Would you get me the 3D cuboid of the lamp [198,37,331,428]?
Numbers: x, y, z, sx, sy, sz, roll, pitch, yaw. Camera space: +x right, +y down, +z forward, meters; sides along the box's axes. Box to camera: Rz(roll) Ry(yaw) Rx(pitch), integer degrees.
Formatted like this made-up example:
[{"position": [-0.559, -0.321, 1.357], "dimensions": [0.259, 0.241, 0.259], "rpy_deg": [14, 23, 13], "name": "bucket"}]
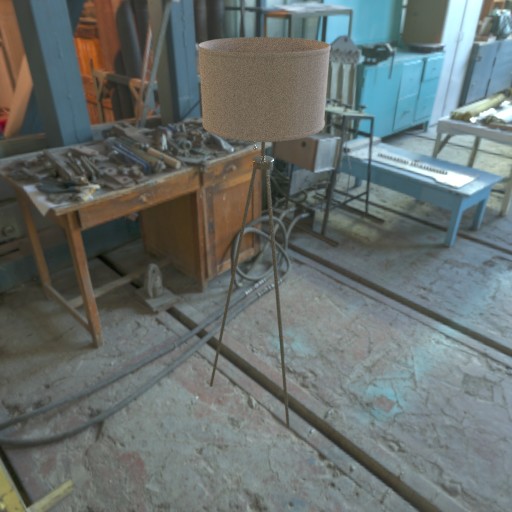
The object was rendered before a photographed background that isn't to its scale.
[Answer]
[{"position": [0.000, 0.000, 1.780], "dimensions": [0.460, 1.545, 0.449], "rpy_deg": [0, 32, 0], "name": "lamp"}]
